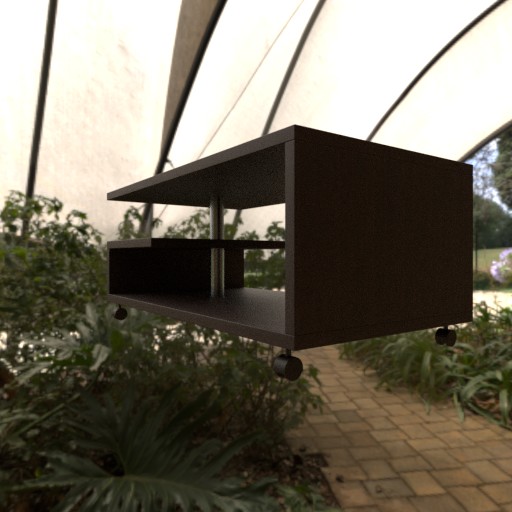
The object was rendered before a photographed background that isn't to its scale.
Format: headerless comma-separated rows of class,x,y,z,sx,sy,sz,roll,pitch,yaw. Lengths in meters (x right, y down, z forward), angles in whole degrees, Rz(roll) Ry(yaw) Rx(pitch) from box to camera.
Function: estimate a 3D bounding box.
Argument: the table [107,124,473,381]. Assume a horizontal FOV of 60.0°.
table,0.000,0.000,1.368,0.590,0.460,1.050,0,0,-36
